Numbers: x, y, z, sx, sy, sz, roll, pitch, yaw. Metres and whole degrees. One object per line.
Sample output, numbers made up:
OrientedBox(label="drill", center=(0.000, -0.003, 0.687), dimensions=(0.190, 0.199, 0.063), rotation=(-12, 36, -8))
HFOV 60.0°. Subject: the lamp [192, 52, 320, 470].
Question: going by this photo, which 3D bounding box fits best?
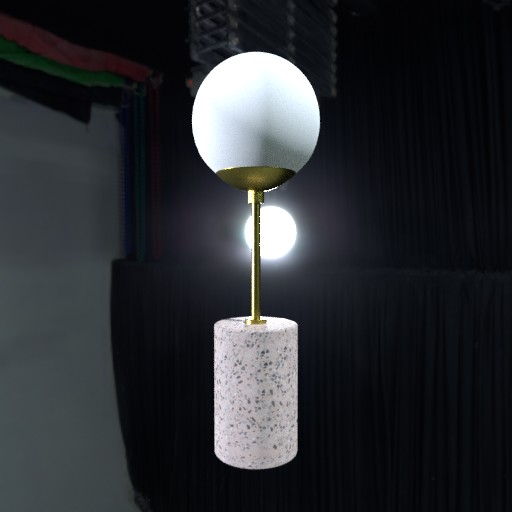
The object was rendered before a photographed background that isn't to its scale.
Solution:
OrientedBox(label="lamp", center=(0.000, 0.000, 0.543), dimensions=(0.153, 0.480, 0.153), rotation=(0, 2, 0))
